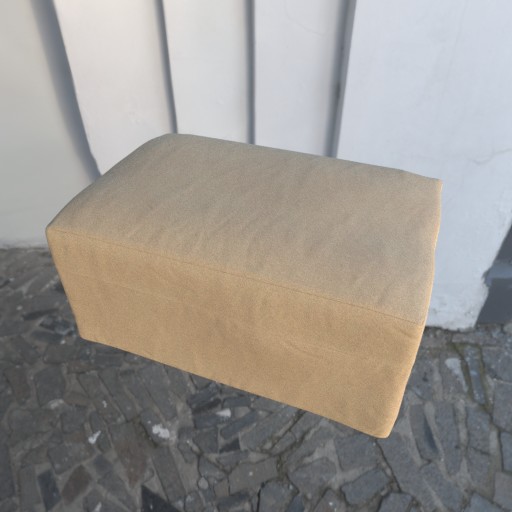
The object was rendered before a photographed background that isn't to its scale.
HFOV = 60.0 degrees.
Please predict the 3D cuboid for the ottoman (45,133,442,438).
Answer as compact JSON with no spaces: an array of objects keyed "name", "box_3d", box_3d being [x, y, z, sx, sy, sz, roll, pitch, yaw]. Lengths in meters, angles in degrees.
[{"name":"ottoman","box_3d":[0.000,0.000,1.195,0.872,0.444,0.590,14,42,16]}]
